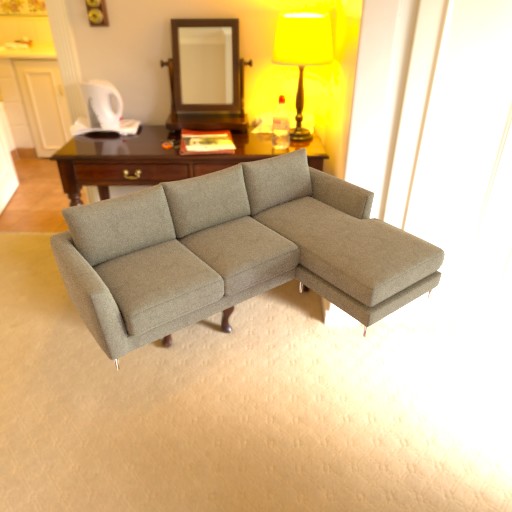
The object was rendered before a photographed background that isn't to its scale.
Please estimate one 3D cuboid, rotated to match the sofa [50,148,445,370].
[{"bbox_3d":[0.000,0.000,3.235,2.438,0.864,1.626,-21,37,-31],"label":"sofa"}]
